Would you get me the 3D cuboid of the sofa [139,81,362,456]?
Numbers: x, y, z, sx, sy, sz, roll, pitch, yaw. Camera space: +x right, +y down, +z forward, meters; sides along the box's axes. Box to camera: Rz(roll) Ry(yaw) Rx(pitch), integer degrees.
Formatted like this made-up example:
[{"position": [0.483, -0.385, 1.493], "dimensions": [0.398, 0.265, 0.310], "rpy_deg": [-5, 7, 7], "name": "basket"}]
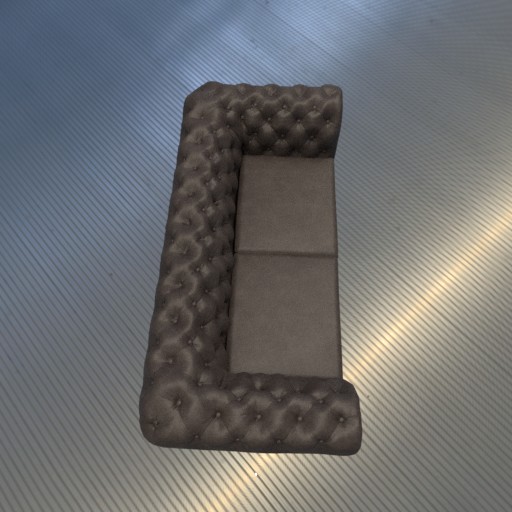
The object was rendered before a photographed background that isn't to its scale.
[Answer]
[{"position": [0.000, 0.000, 2.499], "dimensions": [0.944, 0.779, 2.048], "rpy_deg": [2, 64, 1], "name": "sofa"}]
